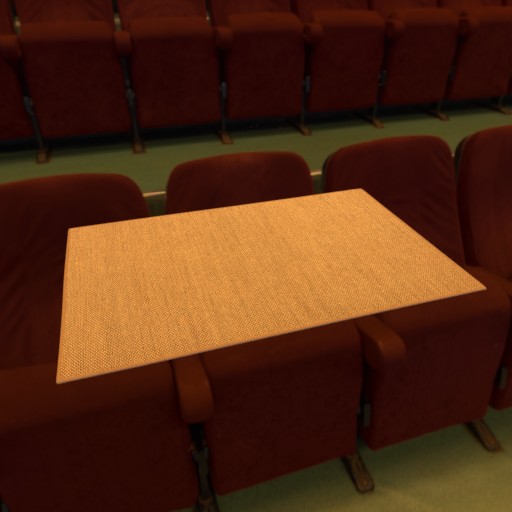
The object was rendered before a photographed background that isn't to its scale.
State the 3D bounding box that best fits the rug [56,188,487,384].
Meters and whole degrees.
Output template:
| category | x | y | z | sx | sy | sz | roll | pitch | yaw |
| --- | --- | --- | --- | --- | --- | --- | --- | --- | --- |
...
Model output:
| category | x | y | z | sx | sy | sz | roll | pitch | yaw |
| --- | --- | --- | --- | --- | --- | --- | --- | --- | --- |
| rug | 0.000 | 0.000 | 2.038 | 1.668 | 0.012 | 1.061 | -10 | 34 | -15 |
